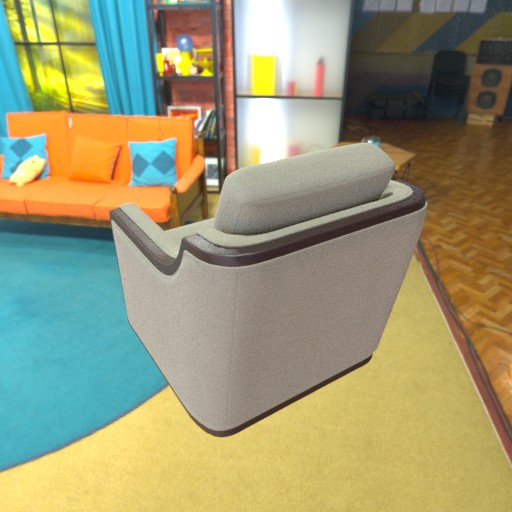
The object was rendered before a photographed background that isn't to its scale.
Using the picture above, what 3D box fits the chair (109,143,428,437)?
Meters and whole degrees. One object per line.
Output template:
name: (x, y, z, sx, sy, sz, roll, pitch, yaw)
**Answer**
chair: (0.000, 0.000, 1.728, 0.870, 0.930, 0.950, -18, 34, -29)
